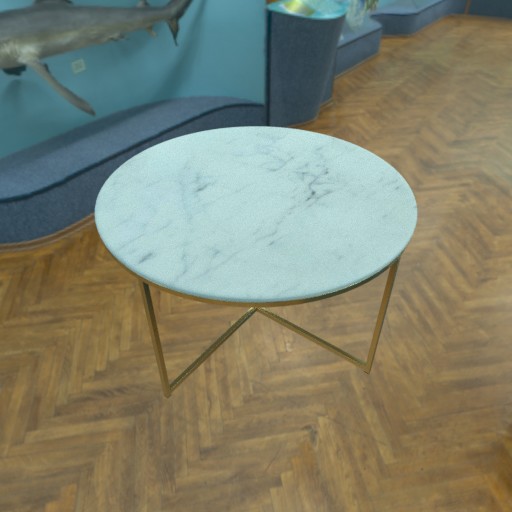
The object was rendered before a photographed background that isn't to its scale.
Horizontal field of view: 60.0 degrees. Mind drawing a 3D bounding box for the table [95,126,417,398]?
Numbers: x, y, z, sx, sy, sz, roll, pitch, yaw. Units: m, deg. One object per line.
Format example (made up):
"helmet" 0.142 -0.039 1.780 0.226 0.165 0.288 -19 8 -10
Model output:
"table" 0.000 0.000 1.280 0.800 0.450 0.800 0 39 0
